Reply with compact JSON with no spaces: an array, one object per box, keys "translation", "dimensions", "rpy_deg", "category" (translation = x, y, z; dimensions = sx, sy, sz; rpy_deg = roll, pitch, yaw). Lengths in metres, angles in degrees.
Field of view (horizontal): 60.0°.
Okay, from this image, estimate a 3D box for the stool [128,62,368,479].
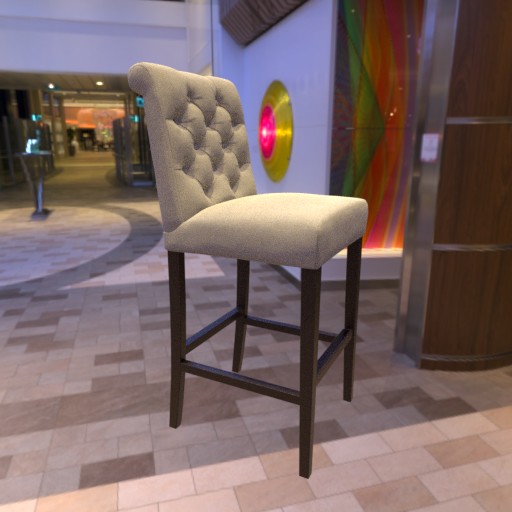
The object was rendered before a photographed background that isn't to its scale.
[{"translation":[0.000,0.000,1.431],"dimensions":[0.601,1.140,0.493],"rpy_deg":[8,17,27],"category":"stool"}]
